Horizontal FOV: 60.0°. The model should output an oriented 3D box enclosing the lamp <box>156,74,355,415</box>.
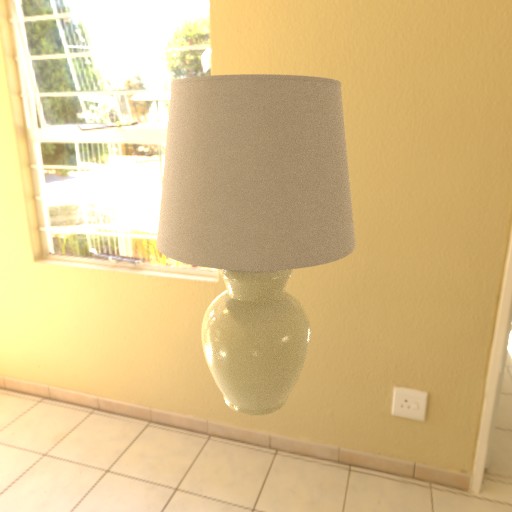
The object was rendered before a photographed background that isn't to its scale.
[{"bbox_3d":[0.000,0.000,0.550,0.239,0.399,0.239,0,16,0],"label":"lamp"}]
